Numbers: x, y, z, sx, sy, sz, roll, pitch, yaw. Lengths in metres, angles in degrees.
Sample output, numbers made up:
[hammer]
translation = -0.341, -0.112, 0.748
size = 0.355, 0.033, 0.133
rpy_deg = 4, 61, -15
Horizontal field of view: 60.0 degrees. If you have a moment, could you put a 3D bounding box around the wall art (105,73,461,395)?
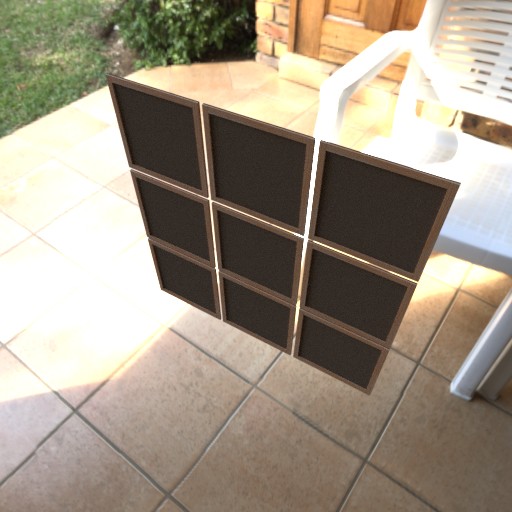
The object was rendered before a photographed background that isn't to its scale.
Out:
[wall art]
translation = 0.000, 0.000, 2.242
size = 1.520, 1.525, 0.013
rpy_deg = 23, 52, 20
